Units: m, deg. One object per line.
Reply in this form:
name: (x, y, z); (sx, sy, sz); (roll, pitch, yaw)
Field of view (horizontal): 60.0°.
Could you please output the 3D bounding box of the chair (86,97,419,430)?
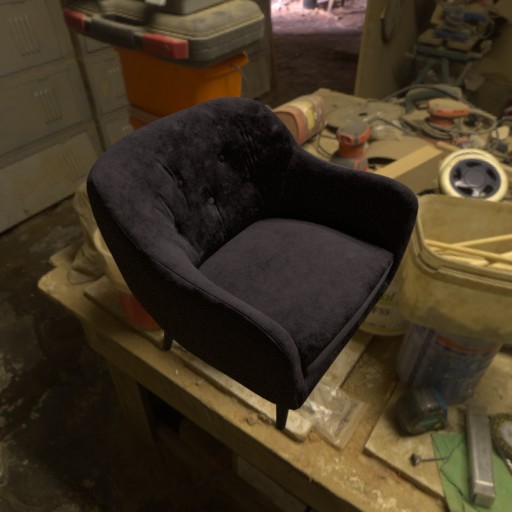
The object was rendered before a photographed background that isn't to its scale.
chair: (0.000, 0.000, 1.532); (0.819, 0.807, 0.840); (26, 47, 27)
